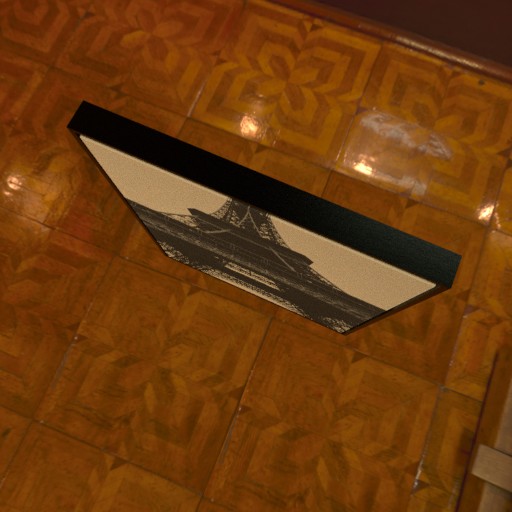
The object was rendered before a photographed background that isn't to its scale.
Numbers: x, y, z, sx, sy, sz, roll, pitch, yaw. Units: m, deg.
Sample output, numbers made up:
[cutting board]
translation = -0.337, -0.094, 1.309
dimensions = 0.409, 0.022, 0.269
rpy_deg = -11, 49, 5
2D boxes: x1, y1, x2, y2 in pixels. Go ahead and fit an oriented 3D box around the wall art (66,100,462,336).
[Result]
[wall art]
translation = 0.000, 0.000, 0.745
dimensions = 0.451, 0.553, 0.039
rpy_deg = 23, 76, 6
